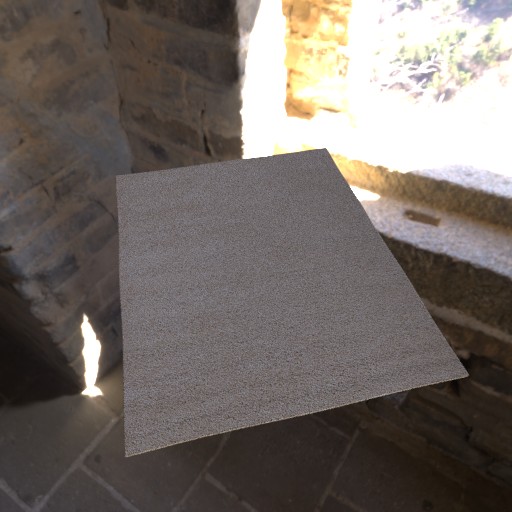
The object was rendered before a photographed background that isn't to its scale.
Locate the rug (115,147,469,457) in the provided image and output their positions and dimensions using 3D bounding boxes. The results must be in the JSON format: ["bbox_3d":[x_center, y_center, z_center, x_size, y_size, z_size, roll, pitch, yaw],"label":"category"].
[{"bbox_3d":[0.000,0.000,3.970,2.400,0.026,3.000,-10,47,-9],"label":"rug"}]
